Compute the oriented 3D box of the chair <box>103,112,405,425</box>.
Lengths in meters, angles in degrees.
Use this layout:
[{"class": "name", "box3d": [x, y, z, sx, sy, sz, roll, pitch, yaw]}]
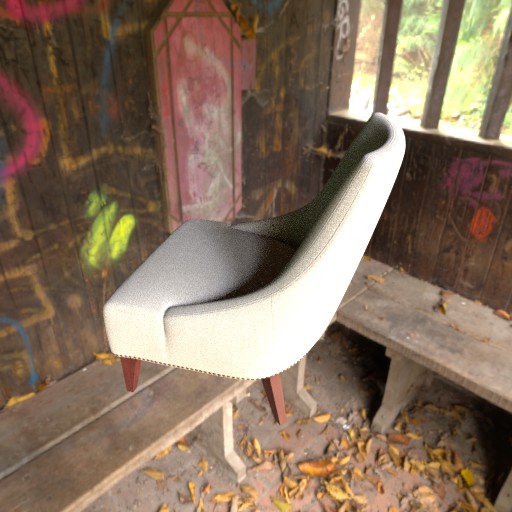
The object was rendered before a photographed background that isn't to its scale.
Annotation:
[{"class": "chair", "box3d": [0.000, 0.000, 1.543, 0.861, 0.909, 0.701, 8, 31, 14]}]
